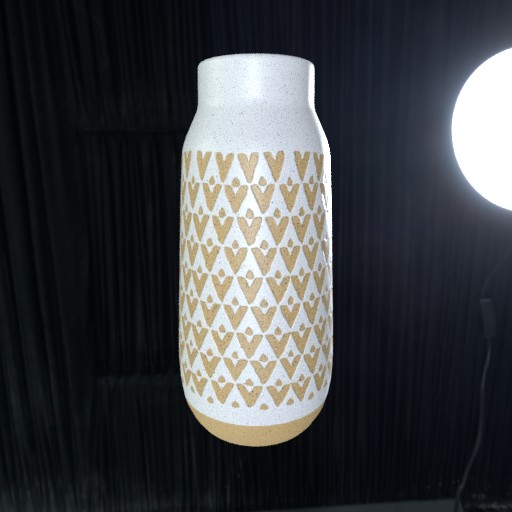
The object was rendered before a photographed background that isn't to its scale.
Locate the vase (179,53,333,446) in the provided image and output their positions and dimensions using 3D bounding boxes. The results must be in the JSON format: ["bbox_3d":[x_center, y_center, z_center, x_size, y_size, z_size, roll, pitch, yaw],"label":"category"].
[{"bbox_3d":[0.000,0.000,0.382,0.137,0.307,0.137,0,13,0],"label":"vase"}]
